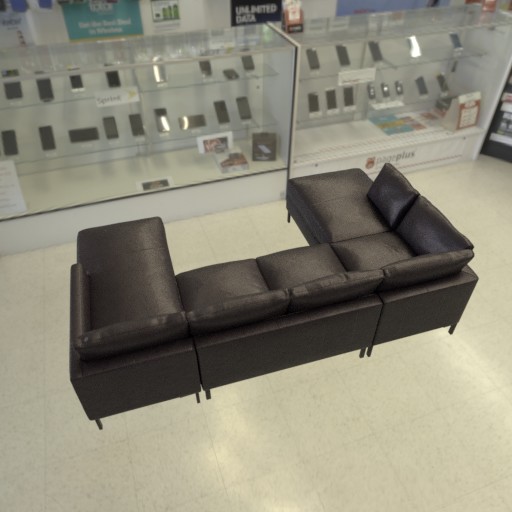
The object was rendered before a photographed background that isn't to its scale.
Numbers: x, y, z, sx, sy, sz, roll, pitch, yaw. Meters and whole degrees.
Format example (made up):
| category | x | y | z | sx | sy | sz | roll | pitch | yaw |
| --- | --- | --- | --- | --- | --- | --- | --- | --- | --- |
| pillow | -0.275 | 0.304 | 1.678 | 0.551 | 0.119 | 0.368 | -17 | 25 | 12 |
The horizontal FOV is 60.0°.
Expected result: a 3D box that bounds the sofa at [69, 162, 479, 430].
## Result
| category | x | y | z | sx | sy | sz | roll | pitch | yaw |
| --- | --- | --- | --- | --- | --- | --- | --- | --- | --- |
| sofa | 0.000 | 0.000 | 3.790 | 2.956 | 0.900 | 1.939 | -12 | 43 | -13 |
